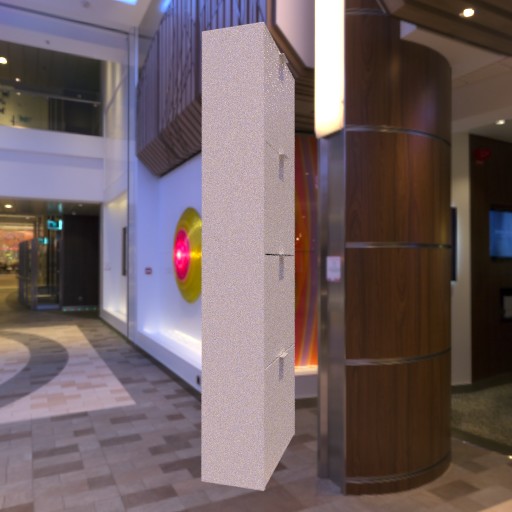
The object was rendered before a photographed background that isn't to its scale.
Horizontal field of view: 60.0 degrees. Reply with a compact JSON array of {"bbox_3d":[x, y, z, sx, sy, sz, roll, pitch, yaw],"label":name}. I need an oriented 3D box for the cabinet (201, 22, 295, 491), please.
[{"bbox_3d":[0.000,0.000,1.819,0.255,1.630,0.520,0,-1,17],"label":"cabinet"}]
